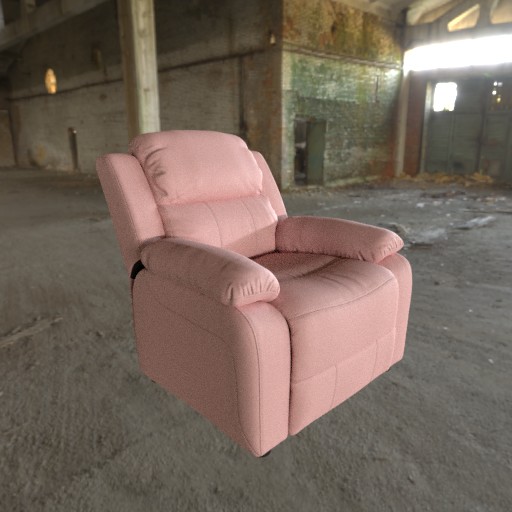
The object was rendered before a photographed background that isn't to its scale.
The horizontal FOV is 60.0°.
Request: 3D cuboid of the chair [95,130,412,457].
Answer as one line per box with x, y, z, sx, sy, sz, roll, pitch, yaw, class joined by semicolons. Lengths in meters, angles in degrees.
0.000;0.000;1.267;0.680;0.702;0.709;-14;20;-43;chair
